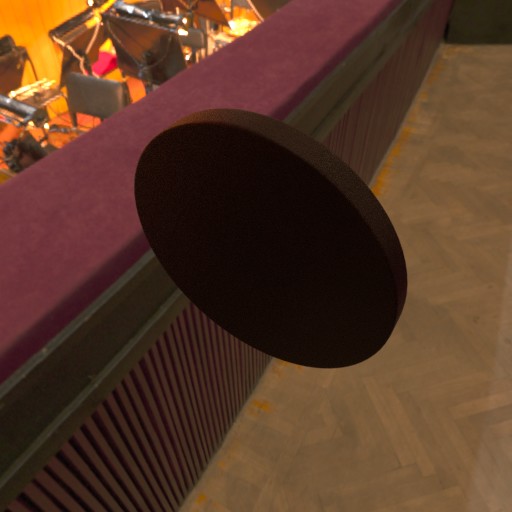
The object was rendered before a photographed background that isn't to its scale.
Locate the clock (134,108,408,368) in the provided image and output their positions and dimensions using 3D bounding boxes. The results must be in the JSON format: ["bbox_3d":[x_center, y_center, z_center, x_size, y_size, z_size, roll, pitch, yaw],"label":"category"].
[{"bbox_3d":[0.000,0.000,0.472,0.314,0.314,0.029,24,51,22],"label":"clock"}]
